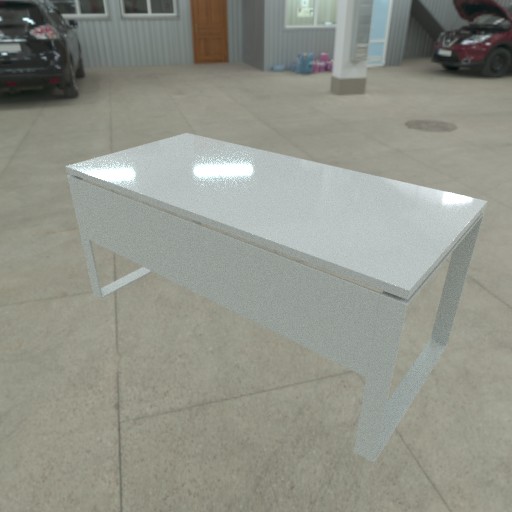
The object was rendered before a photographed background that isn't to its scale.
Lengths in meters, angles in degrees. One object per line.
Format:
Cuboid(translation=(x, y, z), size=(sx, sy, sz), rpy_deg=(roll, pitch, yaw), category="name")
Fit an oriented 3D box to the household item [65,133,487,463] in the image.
Cuboid(translation=(0.000, 0.000, 2.121), size=(1.700, 0.745, 0.800), rpy_deg=(21, 36, 33), category="household item")
